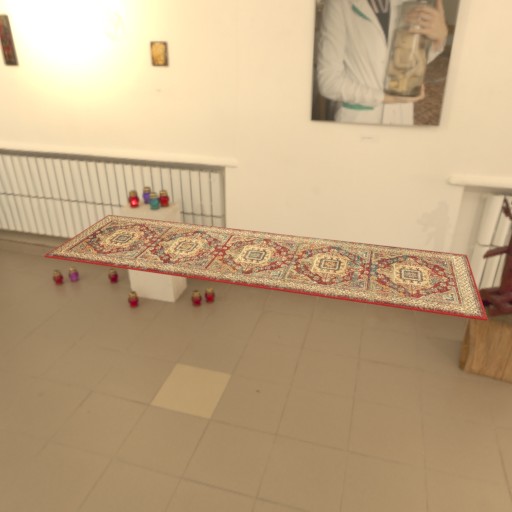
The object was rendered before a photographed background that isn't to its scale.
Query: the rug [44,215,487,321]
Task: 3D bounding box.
[{"bbox_3d":[0.000,0.000,2.501,2.292,0.015,0.659,7,28,14],"label":"rug"}]
